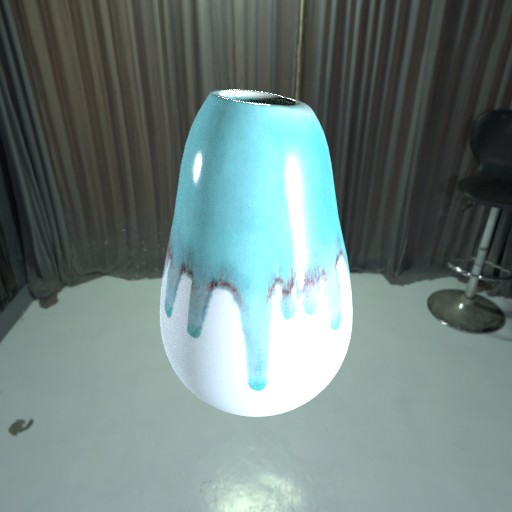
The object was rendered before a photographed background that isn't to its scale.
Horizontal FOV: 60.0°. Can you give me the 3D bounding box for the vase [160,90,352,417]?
[{"bbox_3d":[0.000,0.000,0.253,0.116,0.179,0.116,0,30,0],"label":"vase"}]
